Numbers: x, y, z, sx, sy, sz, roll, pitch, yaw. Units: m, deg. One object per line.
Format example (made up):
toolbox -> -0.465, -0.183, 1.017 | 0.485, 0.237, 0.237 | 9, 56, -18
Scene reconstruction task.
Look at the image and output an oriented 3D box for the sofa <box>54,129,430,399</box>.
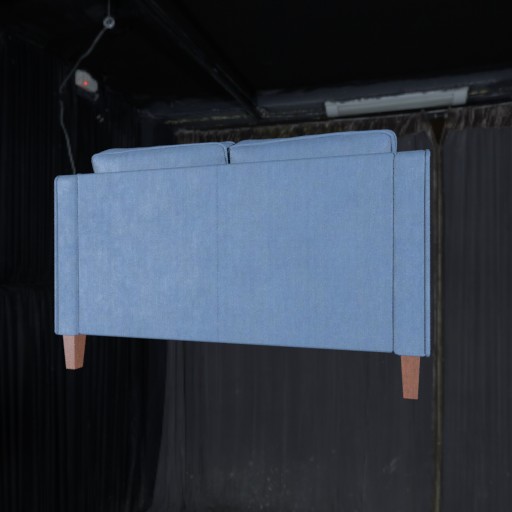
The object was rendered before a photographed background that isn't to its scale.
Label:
sofa -> 0.000, 0.000, 2.130 | 1.501, 0.971, 0.987 | 0, -1, 17
